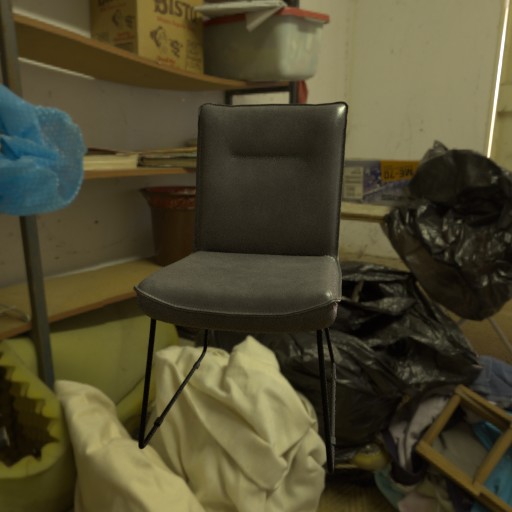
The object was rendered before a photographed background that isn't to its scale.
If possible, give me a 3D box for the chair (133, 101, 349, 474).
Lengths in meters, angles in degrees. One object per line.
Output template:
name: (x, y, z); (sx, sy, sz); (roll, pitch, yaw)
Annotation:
chair: (0.000, 0.000, 1.335); (0.515, 0.932, 0.688); (3, 15, 10)
